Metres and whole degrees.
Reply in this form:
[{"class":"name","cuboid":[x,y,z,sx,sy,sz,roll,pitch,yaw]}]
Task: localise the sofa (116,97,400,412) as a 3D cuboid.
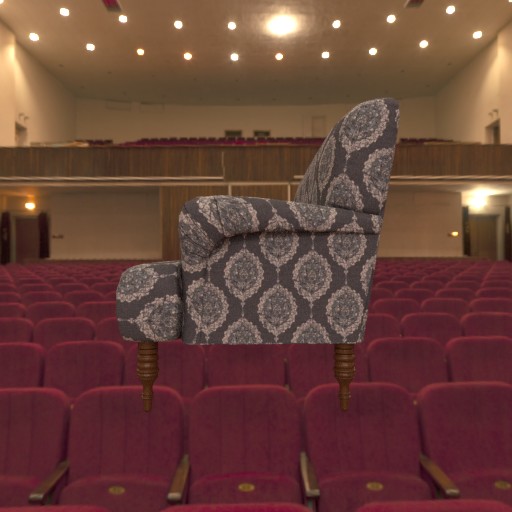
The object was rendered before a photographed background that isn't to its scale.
[{"class":"sofa","cuboid":[0.000,0.000,1.760,0.779,0.867,1.297,0,-1,-1]}]
